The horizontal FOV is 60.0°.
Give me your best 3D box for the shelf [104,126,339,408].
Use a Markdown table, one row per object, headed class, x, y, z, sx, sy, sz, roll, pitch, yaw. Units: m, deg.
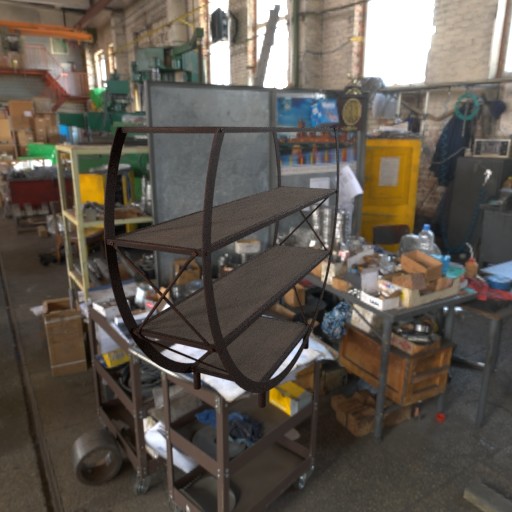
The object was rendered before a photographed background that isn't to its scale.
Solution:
| class | x | y | z | sx | sy | sz | roll | pitch | yaw |
| --- | --- | --- | --- | --- | --- | --- | --- | --- | --- |
| shelf | 0.000 | 0.000 | 1.909 | 0.344 | 1.063 | 1.403 | 7 | 17 | 24 |
